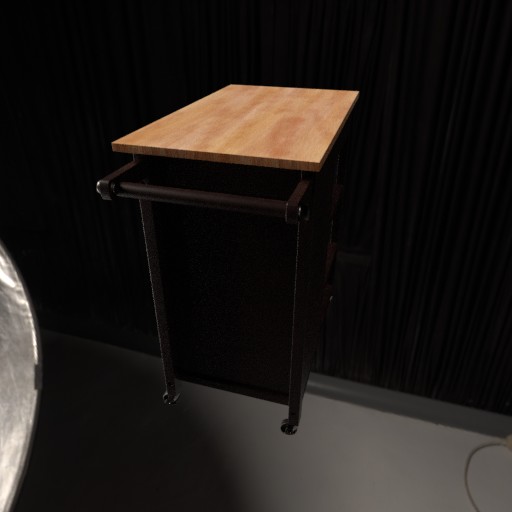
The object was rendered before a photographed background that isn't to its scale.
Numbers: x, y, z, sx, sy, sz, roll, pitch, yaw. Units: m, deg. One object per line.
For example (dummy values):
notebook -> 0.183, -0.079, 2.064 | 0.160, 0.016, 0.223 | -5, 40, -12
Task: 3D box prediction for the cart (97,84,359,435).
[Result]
cart -> 0.000, 0.000, 1.427 | 0.472, 0.878, 0.914 | 9, 31, 15
